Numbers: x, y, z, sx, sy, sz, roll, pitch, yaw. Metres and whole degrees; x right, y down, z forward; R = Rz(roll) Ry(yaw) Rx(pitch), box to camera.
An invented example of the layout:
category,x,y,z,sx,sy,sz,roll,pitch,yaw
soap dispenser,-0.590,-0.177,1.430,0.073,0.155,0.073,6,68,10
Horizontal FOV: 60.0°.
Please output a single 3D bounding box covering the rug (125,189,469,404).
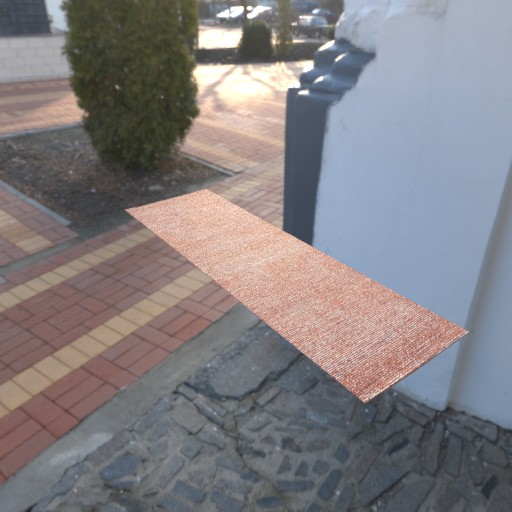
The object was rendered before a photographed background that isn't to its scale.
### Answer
category,x,y,z,sx,sy,sz,roll,pitch,yaw
rug,0.000,0.000,2.684,0.718,0.013,2.353,-20,35,-32
